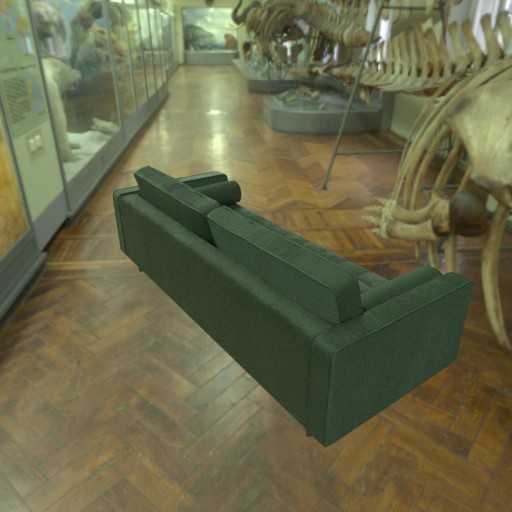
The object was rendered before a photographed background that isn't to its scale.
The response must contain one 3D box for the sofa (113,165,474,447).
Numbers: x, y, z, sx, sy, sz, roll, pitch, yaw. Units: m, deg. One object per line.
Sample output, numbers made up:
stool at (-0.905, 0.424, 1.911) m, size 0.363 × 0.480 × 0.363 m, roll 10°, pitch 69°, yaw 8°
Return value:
sofa at (0.000, 0.000, 2.636) m, size 0.918 × 0.769 × 2.199 m, roll -18°, pitch 32°, yaw -32°
